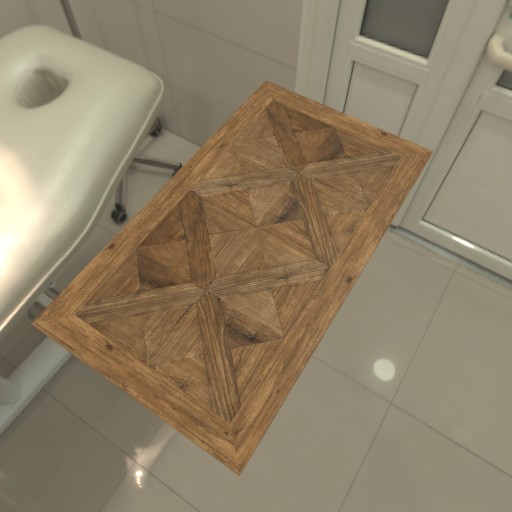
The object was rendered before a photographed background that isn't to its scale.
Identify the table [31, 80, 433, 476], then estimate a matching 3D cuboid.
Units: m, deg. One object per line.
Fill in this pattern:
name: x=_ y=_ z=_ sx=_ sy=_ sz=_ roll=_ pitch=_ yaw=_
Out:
table: x=0.000 y=0.000 z=1.775 sx=0.800 sy=0.410 sz=1.400 roll=29 pitch=64 yaw=16
